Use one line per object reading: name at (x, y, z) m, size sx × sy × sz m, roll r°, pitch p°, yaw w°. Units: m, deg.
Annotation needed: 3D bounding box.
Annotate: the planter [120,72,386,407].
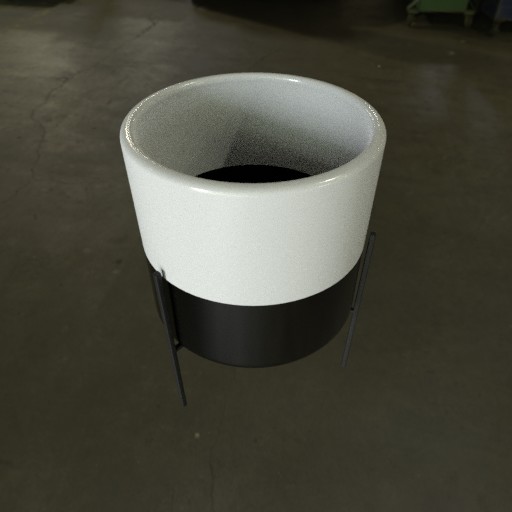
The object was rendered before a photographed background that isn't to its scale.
planter at (0.000, 0.000, 0.654) m, size 0.310 × 0.432 × 0.310 m, roll 0°, pitch 42°, yaw 0°
